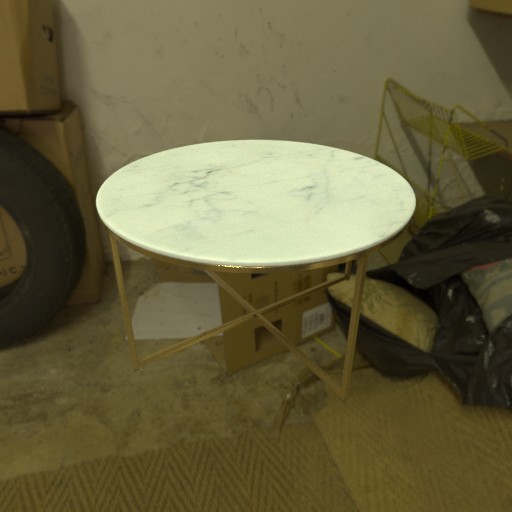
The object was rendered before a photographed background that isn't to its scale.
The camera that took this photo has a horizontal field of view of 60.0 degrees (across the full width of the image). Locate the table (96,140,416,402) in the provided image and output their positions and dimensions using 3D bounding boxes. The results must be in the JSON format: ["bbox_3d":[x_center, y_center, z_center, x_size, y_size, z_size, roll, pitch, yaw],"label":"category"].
[{"bbox_3d":[0.000,0.000,1.272,0.800,0.450,0.800,0,30,0],"label":"table"}]
